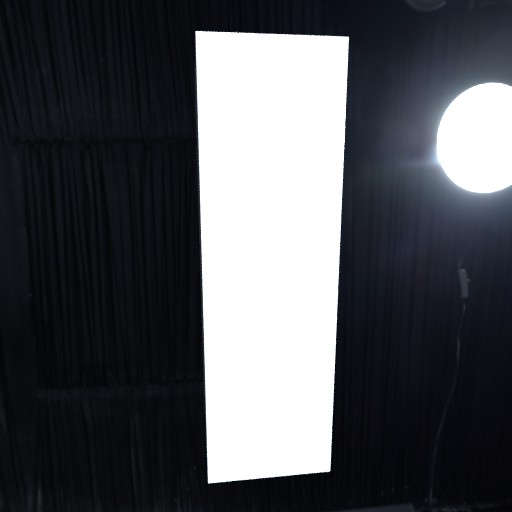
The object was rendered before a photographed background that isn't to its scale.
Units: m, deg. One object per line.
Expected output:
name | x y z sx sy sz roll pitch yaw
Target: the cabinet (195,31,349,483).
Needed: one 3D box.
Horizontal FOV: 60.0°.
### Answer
cabinet | 0.000 0.000 2.341 0.580 1.920 0.980 -2 13 -8
